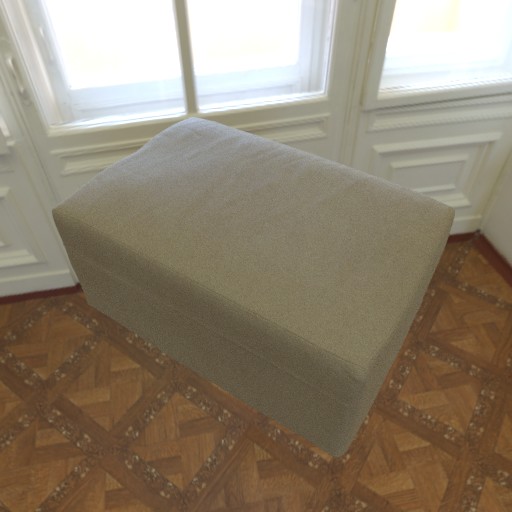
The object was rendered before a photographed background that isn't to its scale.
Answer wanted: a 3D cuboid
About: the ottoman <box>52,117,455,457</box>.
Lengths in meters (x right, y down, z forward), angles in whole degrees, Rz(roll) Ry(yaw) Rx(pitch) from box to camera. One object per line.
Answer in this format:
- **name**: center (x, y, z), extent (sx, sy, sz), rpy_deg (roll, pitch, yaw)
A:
- **ottoman**: center (0.000, 0.000, 1.215), extent (0.872, 0.444, 0.590), rpy_deg (25, 51, 22)
